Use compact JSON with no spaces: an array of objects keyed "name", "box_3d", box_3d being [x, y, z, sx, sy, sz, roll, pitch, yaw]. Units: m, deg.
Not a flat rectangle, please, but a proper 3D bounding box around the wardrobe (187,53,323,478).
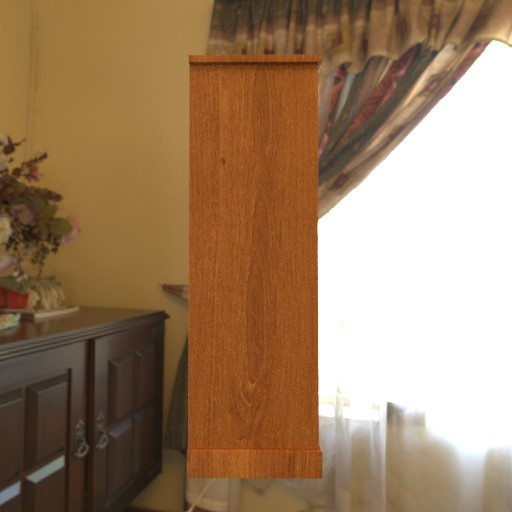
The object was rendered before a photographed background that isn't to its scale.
[{"name":"wardrobe","box_3d":[0.000,0.000,2.165,0.570,1.870,0.590,0,-1,1]}]
